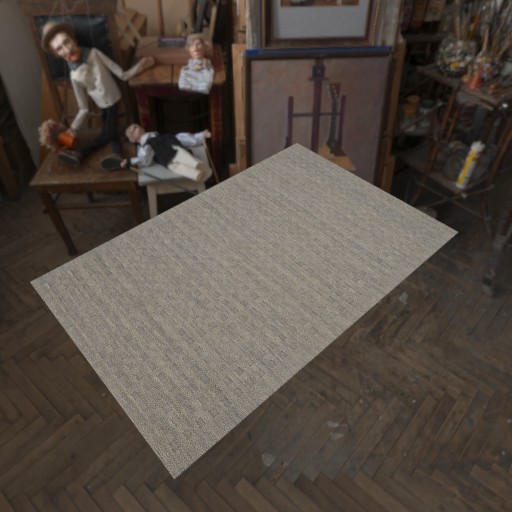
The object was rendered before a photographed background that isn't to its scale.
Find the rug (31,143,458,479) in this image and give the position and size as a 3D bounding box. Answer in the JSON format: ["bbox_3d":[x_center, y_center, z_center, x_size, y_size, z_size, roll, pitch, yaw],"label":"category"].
[{"bbox_3d":[0.000,0.000,2.146,1.752,0.006,1.142,-33,54,-28],"label":"rug"}]
